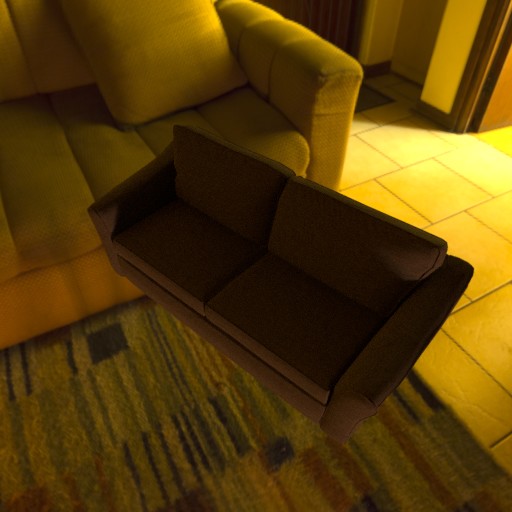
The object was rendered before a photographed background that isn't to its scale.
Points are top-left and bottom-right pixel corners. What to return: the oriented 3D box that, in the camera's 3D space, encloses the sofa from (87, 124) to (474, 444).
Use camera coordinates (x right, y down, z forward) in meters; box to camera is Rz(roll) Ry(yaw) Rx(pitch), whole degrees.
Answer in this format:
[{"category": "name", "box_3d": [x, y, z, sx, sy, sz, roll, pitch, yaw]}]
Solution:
[{"category": "sofa", "box_3d": [0.000, 0.000, 2.789, 2.270, 0.950, 0.971, 31, 52, 28]}]
